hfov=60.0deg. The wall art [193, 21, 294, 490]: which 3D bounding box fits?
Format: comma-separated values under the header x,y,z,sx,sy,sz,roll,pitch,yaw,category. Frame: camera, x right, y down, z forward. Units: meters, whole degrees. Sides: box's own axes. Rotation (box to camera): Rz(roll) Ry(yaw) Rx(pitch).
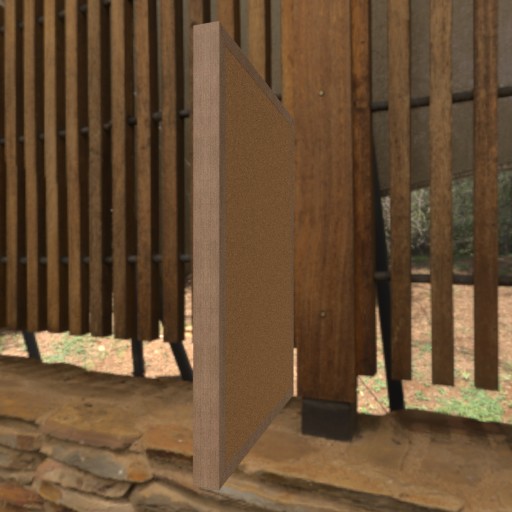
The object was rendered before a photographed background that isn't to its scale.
x,y,z,sx,sy,sz,roll,pitch,yaw,category
0.000,0.000,0.653,0.031,0.509,0.356,0,0,18,wall art
